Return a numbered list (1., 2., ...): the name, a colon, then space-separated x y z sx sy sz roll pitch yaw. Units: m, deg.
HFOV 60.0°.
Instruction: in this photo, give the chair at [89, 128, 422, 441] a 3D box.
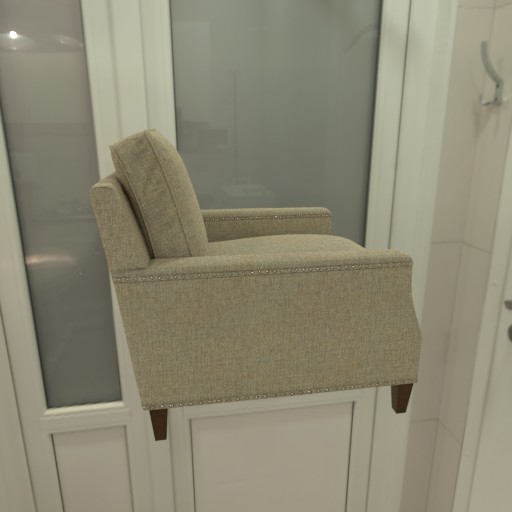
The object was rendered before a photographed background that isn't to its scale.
1. chair: 0.000 0.000 1.702 1.014 0.943 0.853 -3 17 -9
